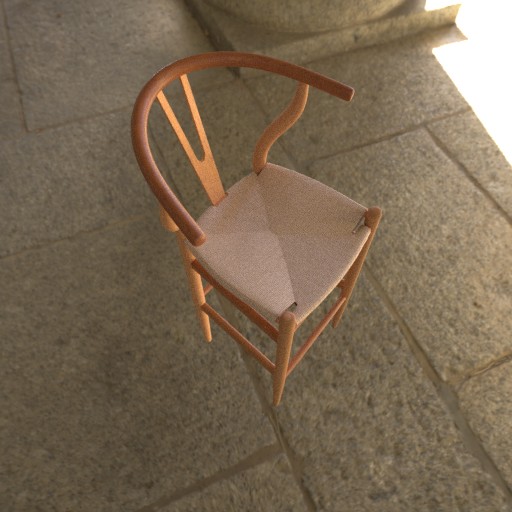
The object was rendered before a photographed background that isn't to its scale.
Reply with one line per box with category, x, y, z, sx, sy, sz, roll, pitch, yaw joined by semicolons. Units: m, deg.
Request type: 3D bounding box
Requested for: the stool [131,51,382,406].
stool;0.000;0.000;1.370;0.561;1.068;0.574;34;63;20
